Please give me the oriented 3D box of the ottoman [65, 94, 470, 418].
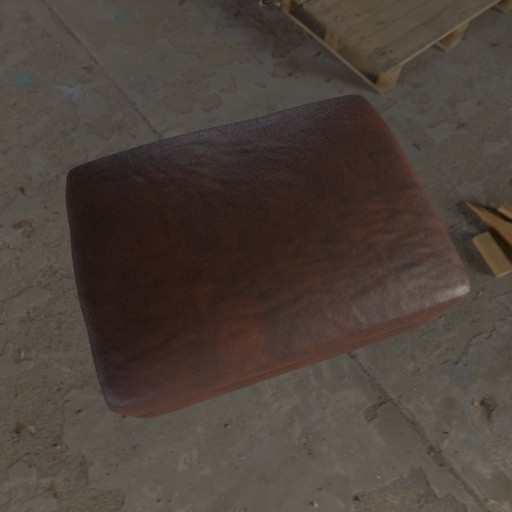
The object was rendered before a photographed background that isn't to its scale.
[{"bbox_3d":[0.000,0.000,1.242,0.887,0.527,0.659,-17,67,-8],"label":"ottoman"}]
